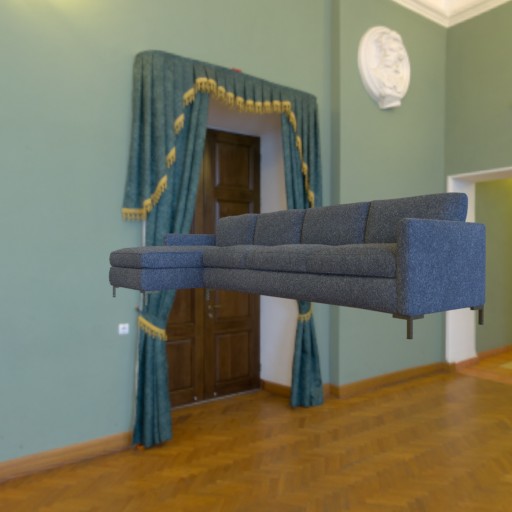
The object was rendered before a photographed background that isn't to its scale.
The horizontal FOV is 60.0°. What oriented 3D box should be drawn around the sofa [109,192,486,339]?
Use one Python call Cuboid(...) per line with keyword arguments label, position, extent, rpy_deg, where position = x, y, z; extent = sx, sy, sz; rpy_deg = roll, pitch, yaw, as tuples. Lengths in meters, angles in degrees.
Cuboid(label="sofa", position=(0.000, 0.000, 3.433), extent=(1.350, 0.810, 2.932), rpy_deg=(-1, 1, -37))
